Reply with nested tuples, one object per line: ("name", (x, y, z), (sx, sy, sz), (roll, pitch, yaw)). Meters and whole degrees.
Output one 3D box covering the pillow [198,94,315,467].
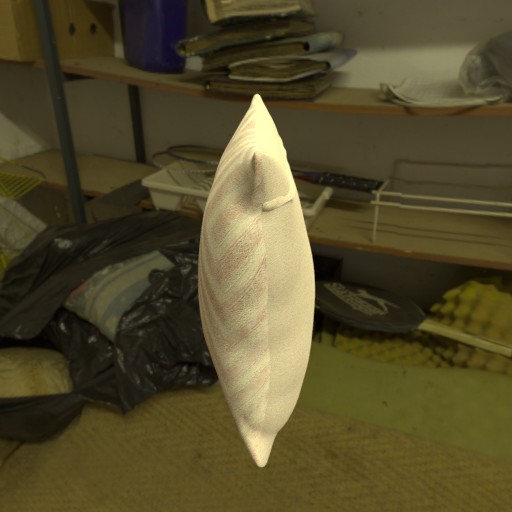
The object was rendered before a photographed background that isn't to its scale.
("pillow", (0.000, 0.000, 0.699), (0.182, 0.441, 0.440), (0, 26, 0))
